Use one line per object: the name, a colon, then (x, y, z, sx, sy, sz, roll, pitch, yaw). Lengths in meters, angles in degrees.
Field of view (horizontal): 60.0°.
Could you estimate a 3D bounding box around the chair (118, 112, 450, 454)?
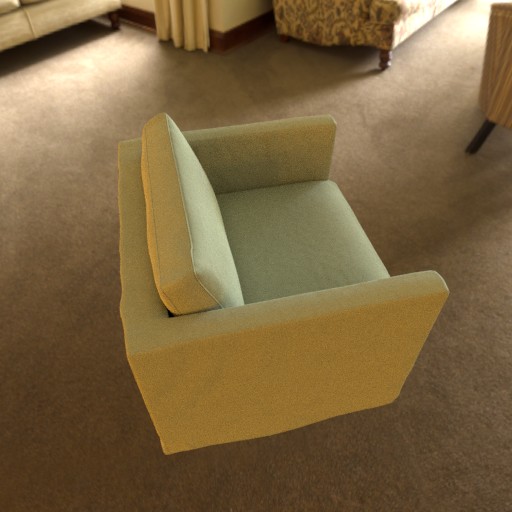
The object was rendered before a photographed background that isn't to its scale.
chair: (0.000, 0.000, 1.728, 0.949, 0.863, 1.057, -10, 47, -9)
